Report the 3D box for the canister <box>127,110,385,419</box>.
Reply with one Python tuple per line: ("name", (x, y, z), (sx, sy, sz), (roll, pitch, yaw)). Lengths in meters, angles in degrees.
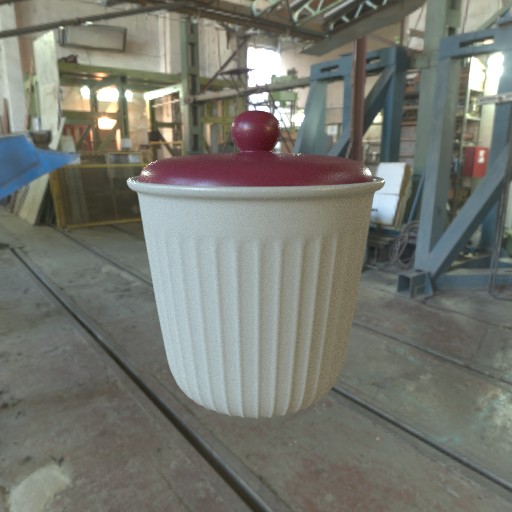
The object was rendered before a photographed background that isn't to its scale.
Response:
("canister", (0.000, 0.000, 0.336), (0.181, 0.211, 0.181), (0, 14, 0))
